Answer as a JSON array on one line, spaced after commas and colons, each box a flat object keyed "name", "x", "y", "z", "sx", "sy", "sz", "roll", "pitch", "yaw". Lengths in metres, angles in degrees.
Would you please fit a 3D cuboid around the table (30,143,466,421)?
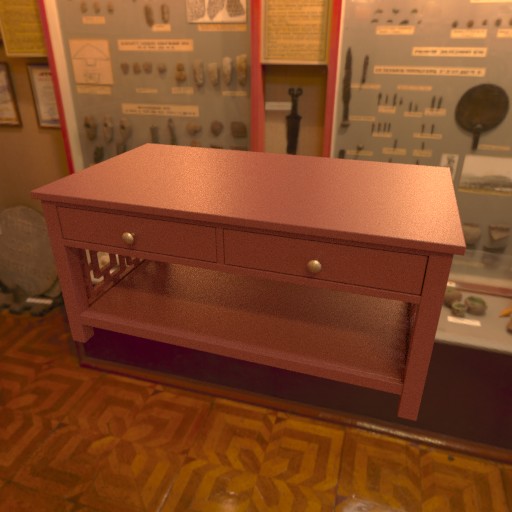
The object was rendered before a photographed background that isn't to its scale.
[{"name": "table", "x": 0.000, "y": 0.000, "z": 1.382, "sx": 1.068, "sy": 0.493, "sz": 0.612, "roll": 9, "pitch": 28, "yaw": 16}]
